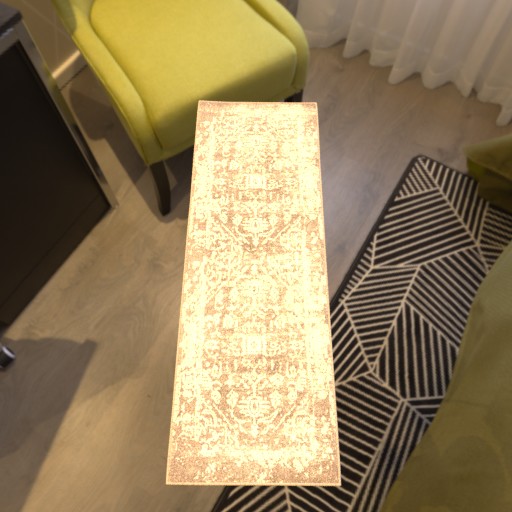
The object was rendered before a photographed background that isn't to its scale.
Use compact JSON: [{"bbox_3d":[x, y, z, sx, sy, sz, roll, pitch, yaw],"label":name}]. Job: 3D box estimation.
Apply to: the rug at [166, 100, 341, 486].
[{"bbox_3d":[0.000,0.000,2.661,0.855,0.017,2.452,0,65,0],"label":"rug"}]
